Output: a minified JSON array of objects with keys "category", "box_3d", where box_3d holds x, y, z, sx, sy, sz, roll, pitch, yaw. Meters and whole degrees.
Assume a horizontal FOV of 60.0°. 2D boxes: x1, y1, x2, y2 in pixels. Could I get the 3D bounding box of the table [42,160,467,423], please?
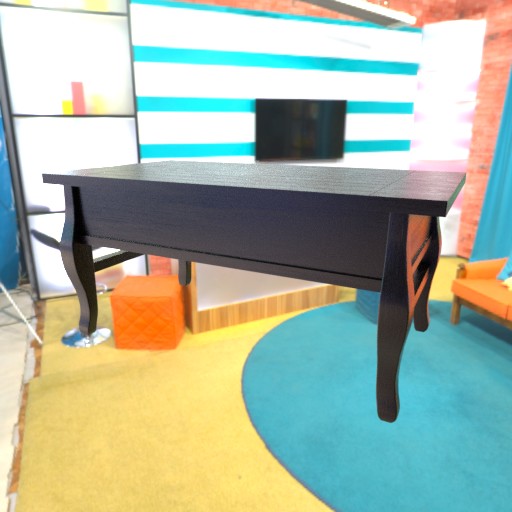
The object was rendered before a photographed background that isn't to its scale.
[{"category":"table","box_3d":[0.000,0.000,1.331,1.062,0.494,0.600,8,18,26]}]
